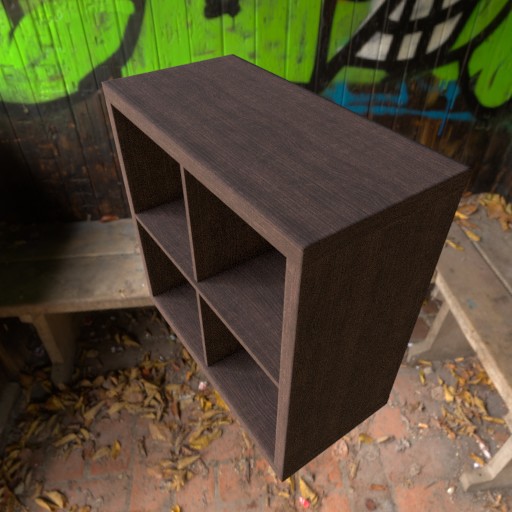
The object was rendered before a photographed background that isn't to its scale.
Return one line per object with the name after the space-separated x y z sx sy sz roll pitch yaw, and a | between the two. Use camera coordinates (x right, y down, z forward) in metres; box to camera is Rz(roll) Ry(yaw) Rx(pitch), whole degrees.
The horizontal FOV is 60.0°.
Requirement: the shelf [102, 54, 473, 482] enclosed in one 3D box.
0.000 0.000 1.208 0.390 0.786 0.790 -25 47 -26 | shelf
